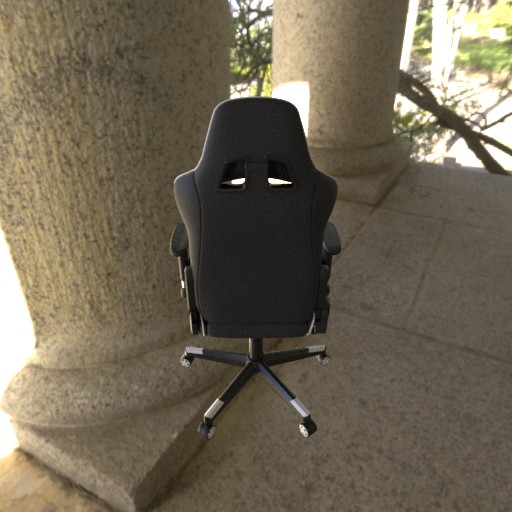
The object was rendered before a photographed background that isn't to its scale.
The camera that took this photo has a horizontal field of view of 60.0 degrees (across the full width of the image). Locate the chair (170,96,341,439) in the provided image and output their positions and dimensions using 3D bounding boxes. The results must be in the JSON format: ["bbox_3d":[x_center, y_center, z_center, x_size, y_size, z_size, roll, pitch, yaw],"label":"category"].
[{"bbox_3d":[0.000,0.000,1.696,0.700,1.240,0.700,-1,30,-1],"label":"chair"}]
